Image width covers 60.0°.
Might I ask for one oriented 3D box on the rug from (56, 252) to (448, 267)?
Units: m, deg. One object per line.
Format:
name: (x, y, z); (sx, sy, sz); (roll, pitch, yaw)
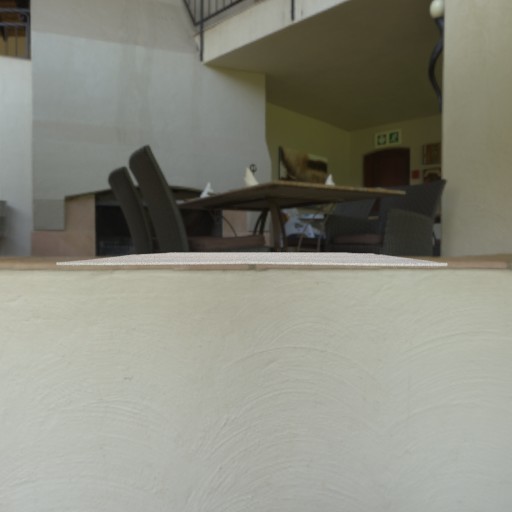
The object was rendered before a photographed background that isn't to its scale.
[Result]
rug: (0.000, 0.000, 3.717); (2.032, 0.038, 2.869); (0, 1, 1)
